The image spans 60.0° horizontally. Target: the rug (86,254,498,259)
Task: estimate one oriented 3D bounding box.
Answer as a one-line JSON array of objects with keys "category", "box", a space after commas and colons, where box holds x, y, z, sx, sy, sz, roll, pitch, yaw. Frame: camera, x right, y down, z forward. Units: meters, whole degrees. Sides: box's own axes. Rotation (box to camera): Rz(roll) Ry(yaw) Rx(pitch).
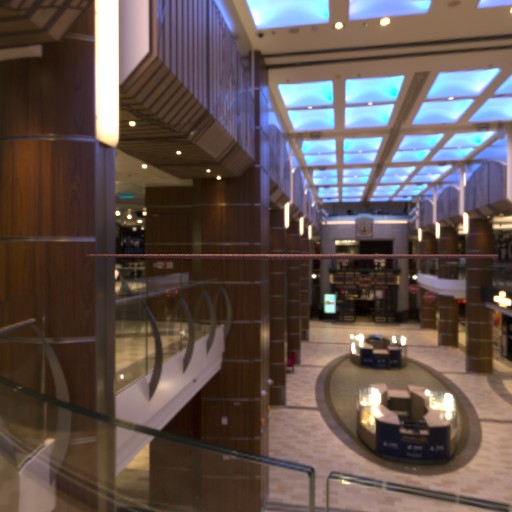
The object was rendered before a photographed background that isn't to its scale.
[{"category": "rug", "box": [0.000, 0.000, 5.674, 3.033, 0.033, 4.578, 0, 0, -35]}]
